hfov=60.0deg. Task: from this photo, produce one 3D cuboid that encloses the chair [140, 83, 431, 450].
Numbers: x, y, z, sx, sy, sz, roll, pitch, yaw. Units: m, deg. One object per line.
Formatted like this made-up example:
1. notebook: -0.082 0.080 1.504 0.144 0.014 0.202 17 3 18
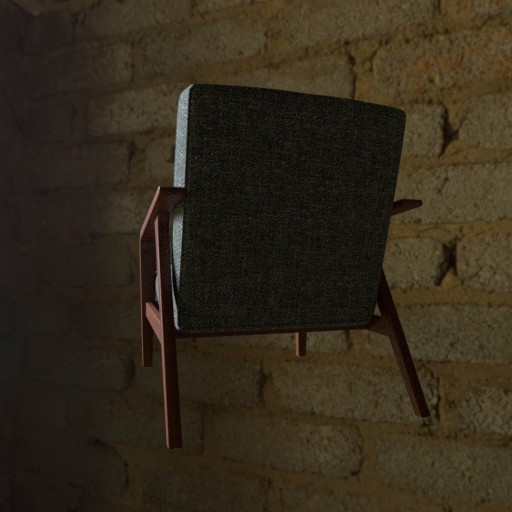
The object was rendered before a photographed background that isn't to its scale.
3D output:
1. chair: 0.000 0.000 1.494 0.719 0.864 0.889 0 -1 -18
